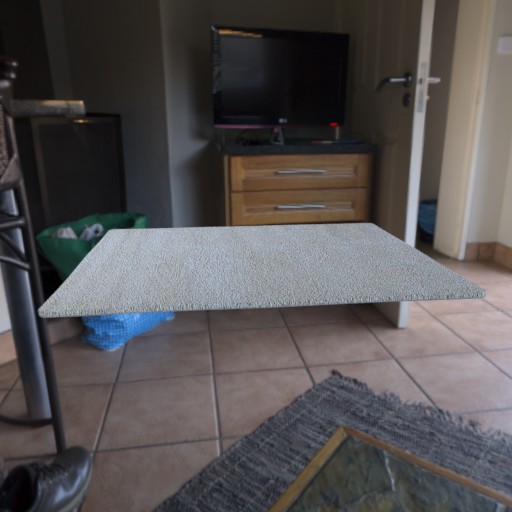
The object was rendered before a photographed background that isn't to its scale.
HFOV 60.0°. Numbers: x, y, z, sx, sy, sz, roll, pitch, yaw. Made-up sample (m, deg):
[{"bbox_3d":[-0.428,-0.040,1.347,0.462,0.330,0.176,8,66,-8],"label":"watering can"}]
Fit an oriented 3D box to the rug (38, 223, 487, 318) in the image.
[{"bbox_3d":[0.000,0.000,2.124,1.600,0.025,1.199,-2,17,-6],"label":"rug"}]
